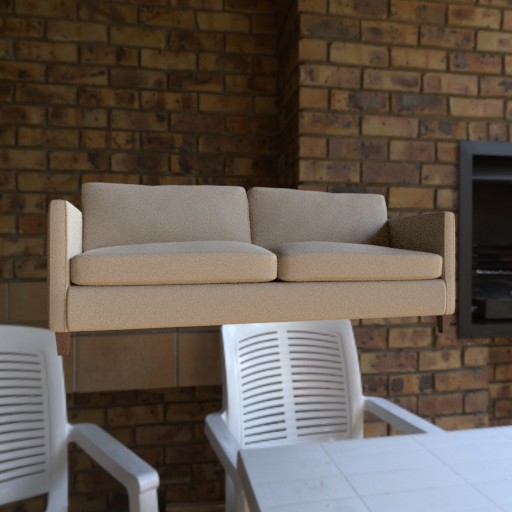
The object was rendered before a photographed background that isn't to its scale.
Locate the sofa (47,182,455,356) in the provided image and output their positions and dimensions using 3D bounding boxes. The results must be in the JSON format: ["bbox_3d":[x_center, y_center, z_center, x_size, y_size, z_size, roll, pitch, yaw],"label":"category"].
[{"bbox_3d":[0.000,0.000,2.879,2.361,0.968,0.951,0,0,-16],"label":"sofa"}]
